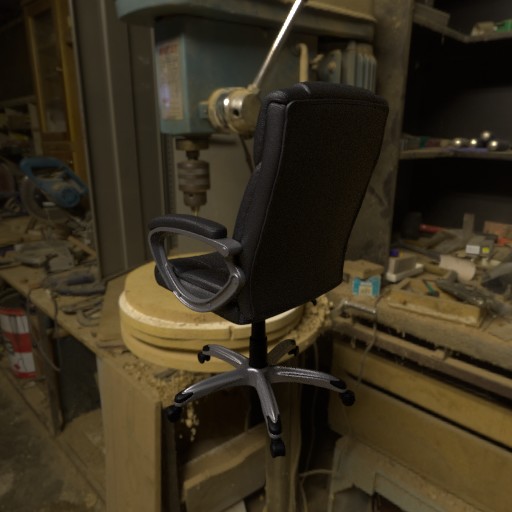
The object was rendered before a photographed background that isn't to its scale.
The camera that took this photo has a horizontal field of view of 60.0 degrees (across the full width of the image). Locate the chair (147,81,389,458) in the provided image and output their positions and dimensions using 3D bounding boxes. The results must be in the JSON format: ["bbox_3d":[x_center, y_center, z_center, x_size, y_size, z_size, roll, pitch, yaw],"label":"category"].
[{"bbox_3d":[0.000,0.000,1.596,0.721,1.130,0.719,-15,22,-41],"label":"chair"}]
